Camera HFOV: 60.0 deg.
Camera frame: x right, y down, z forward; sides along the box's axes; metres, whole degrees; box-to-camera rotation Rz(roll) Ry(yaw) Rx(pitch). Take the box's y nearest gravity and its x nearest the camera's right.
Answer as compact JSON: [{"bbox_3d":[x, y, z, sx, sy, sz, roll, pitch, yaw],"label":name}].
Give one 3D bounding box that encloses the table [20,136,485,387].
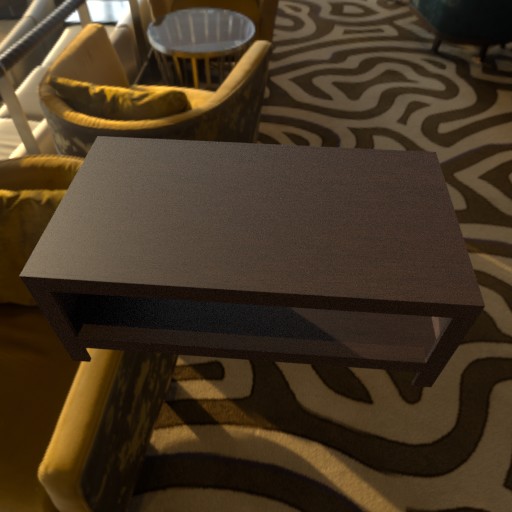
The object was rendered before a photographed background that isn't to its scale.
[{"bbox_3d":[0.000,0.000,1.398,1.099,0.424,0.597,3,48,3],"label":"table"}]
